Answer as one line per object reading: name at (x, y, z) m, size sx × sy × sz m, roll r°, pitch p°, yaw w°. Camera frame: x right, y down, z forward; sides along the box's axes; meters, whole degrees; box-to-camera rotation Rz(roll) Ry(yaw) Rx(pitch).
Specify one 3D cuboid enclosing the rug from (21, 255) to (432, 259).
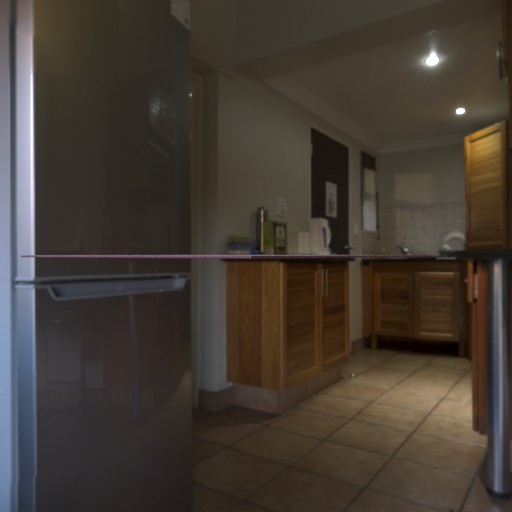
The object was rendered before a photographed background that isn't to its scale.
rug at (0.000, 0.000, 2.863) m, size 1.599 × 0.011 × 2.210 m, roll 0°, pitch 0°, yaw 37°
